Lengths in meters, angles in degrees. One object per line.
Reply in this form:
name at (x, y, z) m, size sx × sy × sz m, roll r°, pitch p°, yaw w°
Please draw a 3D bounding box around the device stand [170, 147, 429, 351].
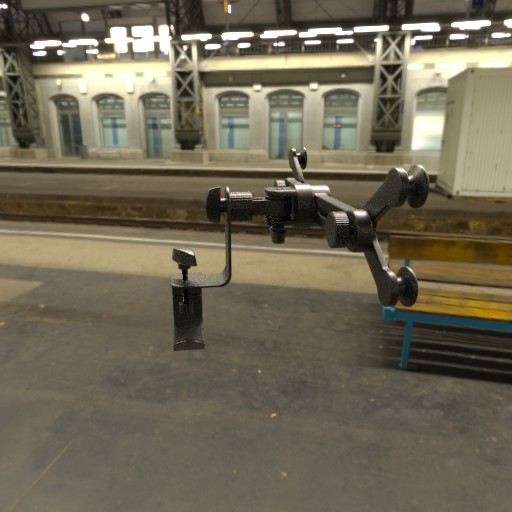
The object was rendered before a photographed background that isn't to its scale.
device stand at (0.000, 0.000, 0.367) m, size 0.142 × 0.166 × 0.270 m, roll -2°, pitch 16°, yaw -8°
